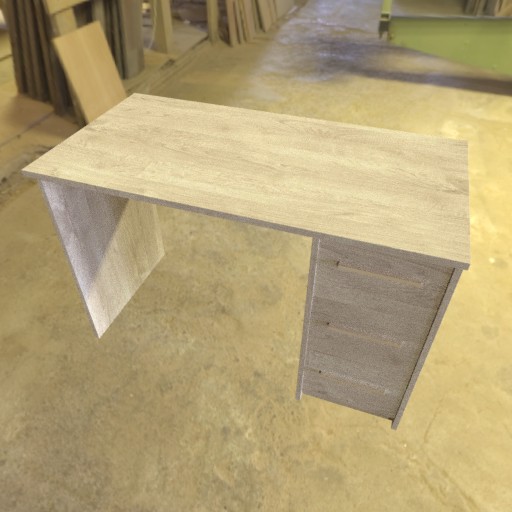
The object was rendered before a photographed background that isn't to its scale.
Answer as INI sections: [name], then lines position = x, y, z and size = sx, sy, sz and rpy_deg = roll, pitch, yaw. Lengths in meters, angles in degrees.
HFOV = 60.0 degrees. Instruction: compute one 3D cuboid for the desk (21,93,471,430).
[desk]
position = 0.000, 0.000, 1.453
size = 1.097, 0.735, 0.560
rpy_deg = 13, 43, 14
